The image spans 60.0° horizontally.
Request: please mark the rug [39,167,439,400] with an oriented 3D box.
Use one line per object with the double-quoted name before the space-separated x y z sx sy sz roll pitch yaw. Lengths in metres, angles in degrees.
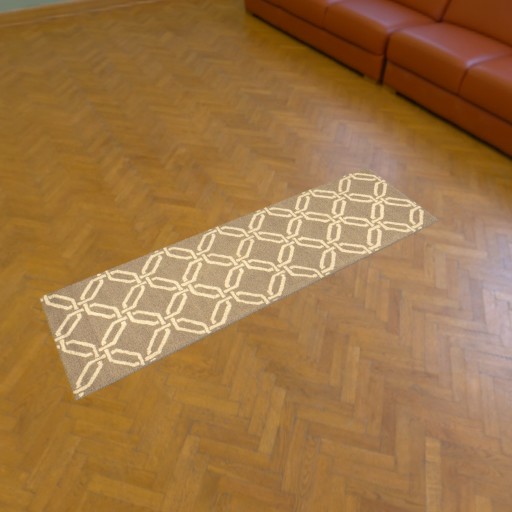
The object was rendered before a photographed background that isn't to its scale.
"rug" 0.000 0.000 2.558 2.276 0.014 0.678 -24 50 -22
